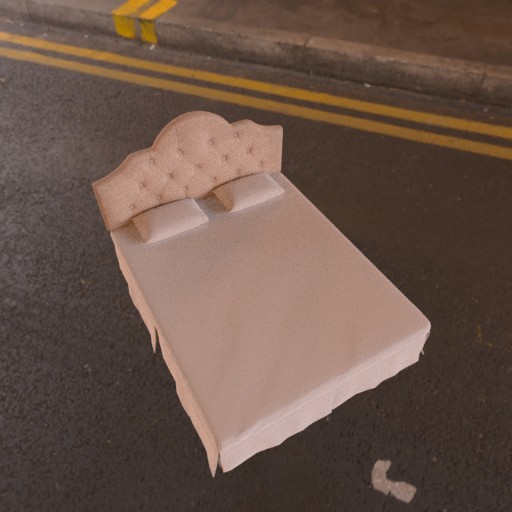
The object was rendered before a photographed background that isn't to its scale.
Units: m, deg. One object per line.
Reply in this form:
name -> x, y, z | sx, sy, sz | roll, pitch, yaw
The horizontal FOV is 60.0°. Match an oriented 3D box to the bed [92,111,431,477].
bed -> 0.000, 0.000, 3.023 | 1.667, 1.194, 1.970 | -23, 51, -20
